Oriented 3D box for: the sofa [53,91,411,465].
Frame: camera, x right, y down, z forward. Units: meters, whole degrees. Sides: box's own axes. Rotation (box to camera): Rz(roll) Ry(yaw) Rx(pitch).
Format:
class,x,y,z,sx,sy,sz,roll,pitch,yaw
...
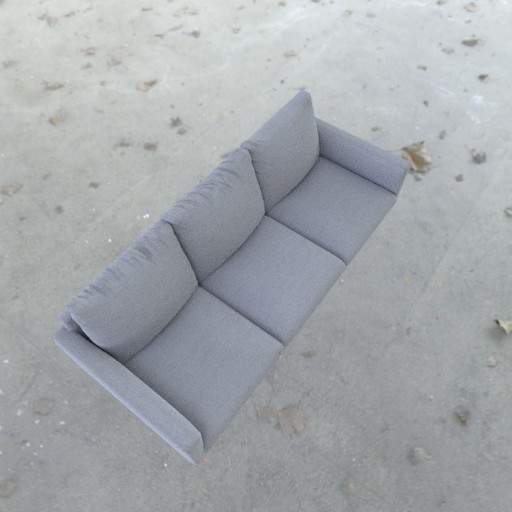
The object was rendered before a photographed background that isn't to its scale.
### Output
class,x,y,z,sx,sy,sz,roll,pitch,yaw
sofa,0.000,0.000,2.448,0.850,0.830,2.000,32,63,19
